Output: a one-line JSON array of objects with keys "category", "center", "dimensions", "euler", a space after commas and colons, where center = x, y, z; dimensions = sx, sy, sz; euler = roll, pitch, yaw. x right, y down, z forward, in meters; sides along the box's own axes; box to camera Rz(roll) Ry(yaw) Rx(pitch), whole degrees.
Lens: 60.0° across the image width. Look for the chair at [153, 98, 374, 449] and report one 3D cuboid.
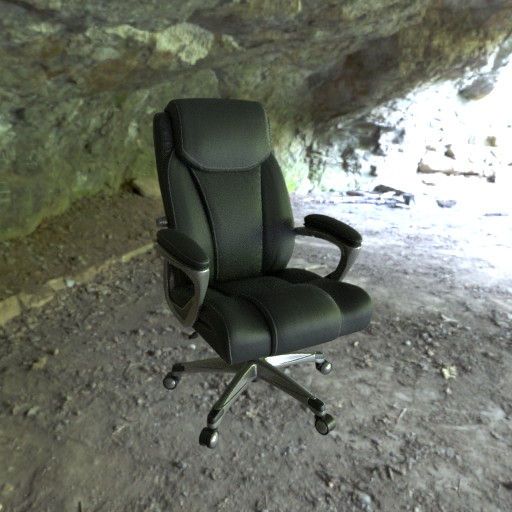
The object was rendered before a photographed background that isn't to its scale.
[{"category": "chair", "center": [0.000, 0.000, 1.683], "dimensions": [0.741, 1.167, 0.784], "euler": [-8, 17, -27]}]
